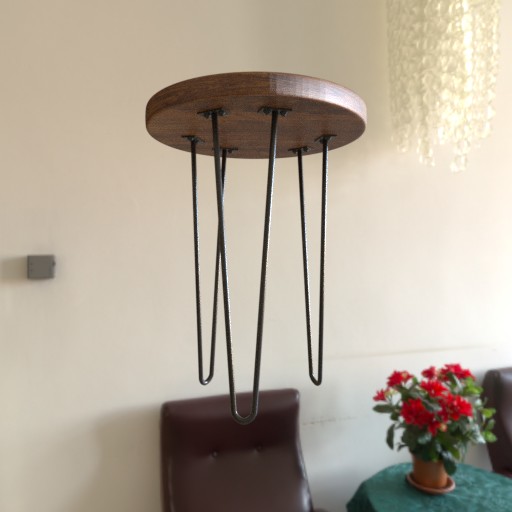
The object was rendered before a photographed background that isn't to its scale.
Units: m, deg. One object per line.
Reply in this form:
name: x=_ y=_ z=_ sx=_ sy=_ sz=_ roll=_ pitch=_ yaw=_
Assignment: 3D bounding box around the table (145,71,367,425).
table: x=0.000 y=0.000 z=0.823 sx=0.400 sy=0.520 sz=0.400 roll=0 pitch=-1 yaw=0
